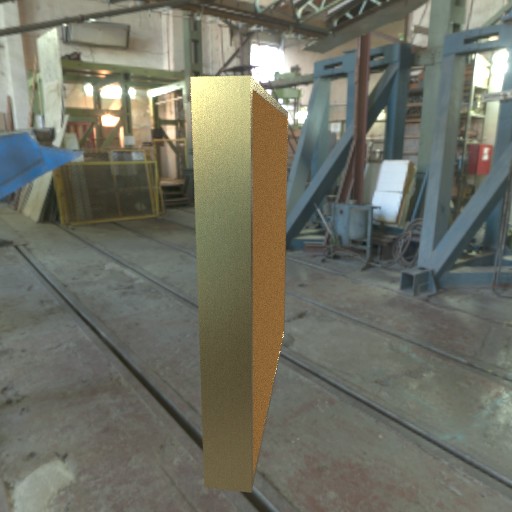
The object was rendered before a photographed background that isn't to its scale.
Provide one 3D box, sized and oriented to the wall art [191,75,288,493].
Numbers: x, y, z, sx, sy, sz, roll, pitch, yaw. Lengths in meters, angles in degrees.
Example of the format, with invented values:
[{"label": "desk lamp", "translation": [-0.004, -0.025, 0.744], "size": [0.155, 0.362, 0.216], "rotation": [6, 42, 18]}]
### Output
[{"label": "wall art", "translation": [0.000, 0.000, 0.458], "size": [0.038, 0.304, 0.304], "rotation": [2, 14, 8]}]
